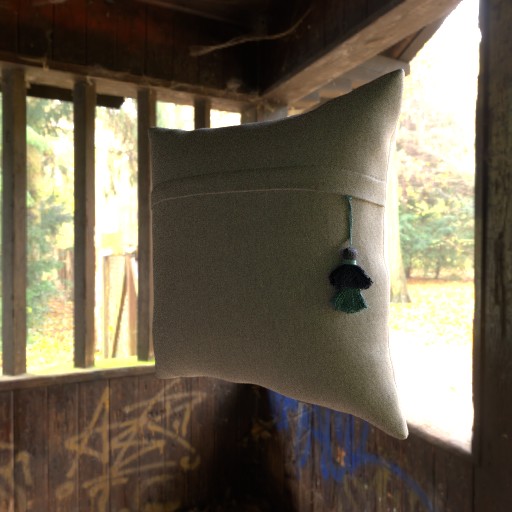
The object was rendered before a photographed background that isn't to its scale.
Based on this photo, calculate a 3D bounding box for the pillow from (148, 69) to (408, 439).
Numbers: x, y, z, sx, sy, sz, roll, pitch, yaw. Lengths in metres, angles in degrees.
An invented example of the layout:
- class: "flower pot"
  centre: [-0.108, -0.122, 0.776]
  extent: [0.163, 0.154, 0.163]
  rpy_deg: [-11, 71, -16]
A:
- class: "pillow"
  centre: [0.000, 0.000, 0.646]
  extent: [0.433, 0.436, 0.173]
  rpy_deg: [1, 1, 35]
